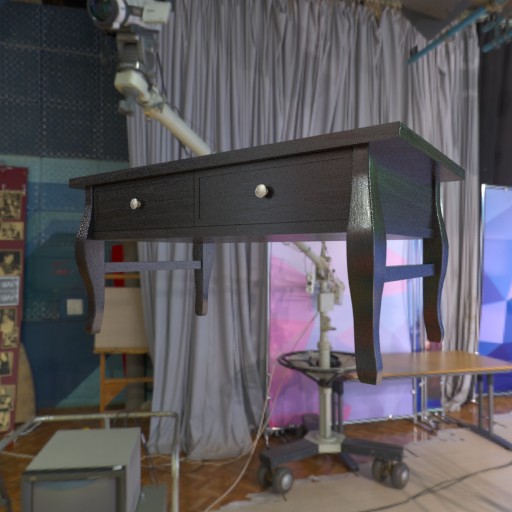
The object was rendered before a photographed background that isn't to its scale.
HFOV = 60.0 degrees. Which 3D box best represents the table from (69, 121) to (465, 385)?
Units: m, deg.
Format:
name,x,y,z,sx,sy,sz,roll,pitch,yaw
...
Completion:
name,x,y,z,sx,sy,sz,roll,pitch,yaw
table,0.000,0.000,1.350,1.062,0.494,0.600,0,0,36
